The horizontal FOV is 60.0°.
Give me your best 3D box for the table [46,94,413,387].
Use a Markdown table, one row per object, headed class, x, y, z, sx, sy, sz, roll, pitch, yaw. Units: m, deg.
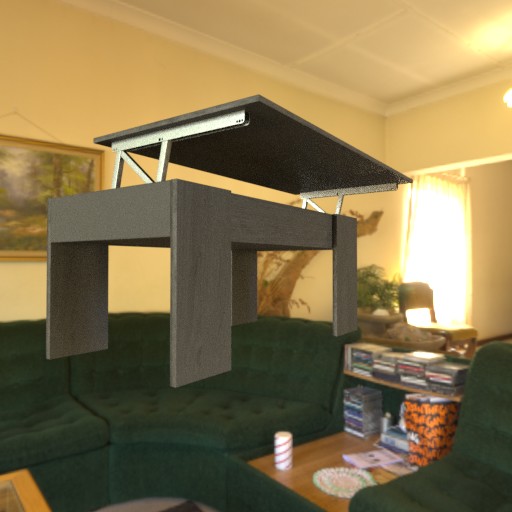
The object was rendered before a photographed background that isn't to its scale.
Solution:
| class | x | y | z | sx | sy | sz | roll | pitch | yaw |
| --- | --- | --- | --- | --- | --- | --- | --- | --- | --- |
| table | 0.000 | 0.000 | 1.417 | 0.711 | 0.570 | 1.000 | -1 | -1 | 35 |
